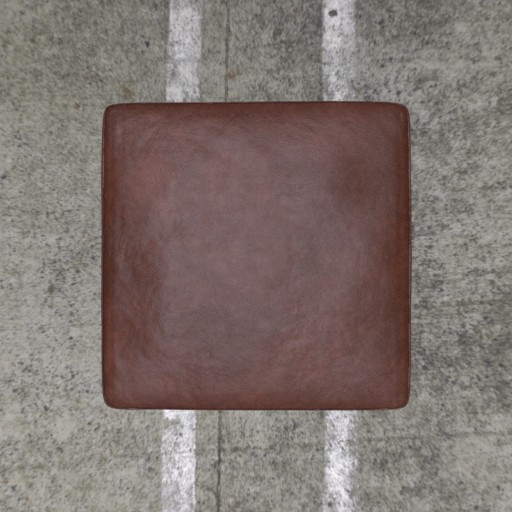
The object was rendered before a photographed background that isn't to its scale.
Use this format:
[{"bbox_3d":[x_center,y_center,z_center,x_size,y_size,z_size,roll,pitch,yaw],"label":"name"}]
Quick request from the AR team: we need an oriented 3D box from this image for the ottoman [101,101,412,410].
[{"bbox_3d":[0.000,0.000,1.324,0.844,0.415,0.836,0,90,1],"label":"ottoman"}]
